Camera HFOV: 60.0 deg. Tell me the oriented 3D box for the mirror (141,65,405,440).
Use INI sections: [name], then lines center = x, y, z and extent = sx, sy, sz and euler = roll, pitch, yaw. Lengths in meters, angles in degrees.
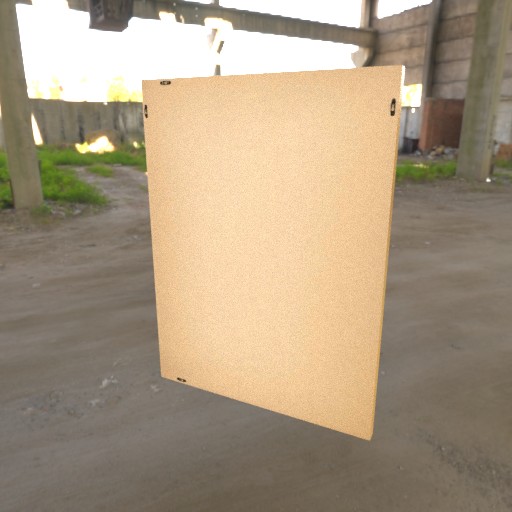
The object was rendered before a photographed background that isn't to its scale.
[mirror]
center = 0.000, 0.000, 1.329
extent = 0.762, 1.016, 0.041
euler = 8, 18, 26
